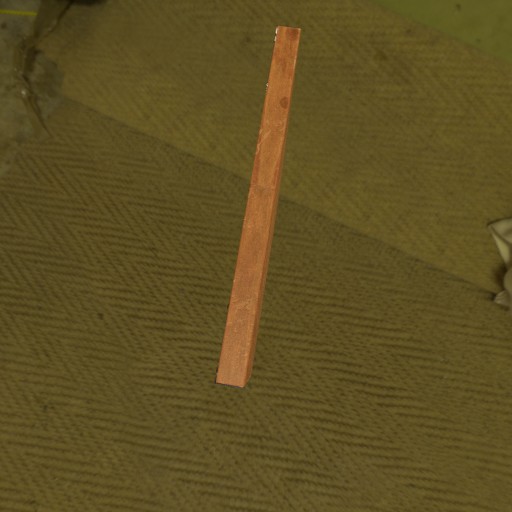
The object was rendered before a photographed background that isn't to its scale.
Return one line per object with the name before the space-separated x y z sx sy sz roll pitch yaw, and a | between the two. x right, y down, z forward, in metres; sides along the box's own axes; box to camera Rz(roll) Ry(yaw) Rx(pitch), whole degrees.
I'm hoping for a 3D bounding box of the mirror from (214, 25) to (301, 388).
mirror | 0.000 0.000 0.958 0.053 0.761 0.517 9 76 2
